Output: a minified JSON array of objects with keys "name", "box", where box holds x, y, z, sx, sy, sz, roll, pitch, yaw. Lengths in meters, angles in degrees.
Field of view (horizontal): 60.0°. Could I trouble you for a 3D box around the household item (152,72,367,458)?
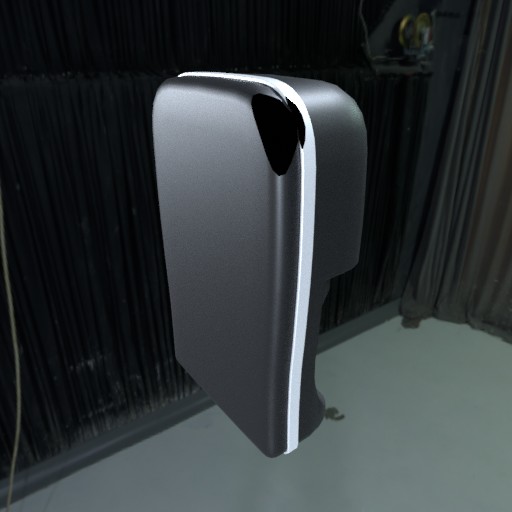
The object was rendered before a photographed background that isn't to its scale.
[{"name":"household item","box":[0.000,0.000,0.149,0.038,0.114,0.070,-18,31,-33]}]
